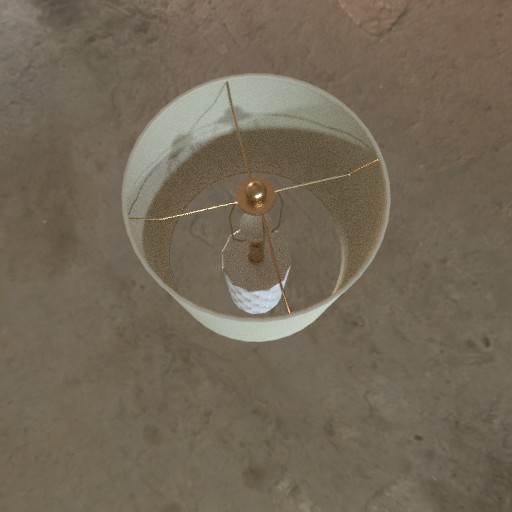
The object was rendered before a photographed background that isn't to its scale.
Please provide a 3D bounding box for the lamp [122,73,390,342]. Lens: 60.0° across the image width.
[{"bbox_3d":[0.000,0.000,0.715,0.277,0.537,0.277,24,76,6],"label":"lamp"}]
